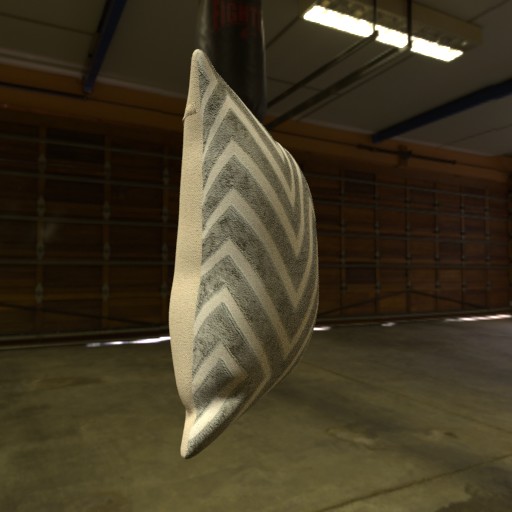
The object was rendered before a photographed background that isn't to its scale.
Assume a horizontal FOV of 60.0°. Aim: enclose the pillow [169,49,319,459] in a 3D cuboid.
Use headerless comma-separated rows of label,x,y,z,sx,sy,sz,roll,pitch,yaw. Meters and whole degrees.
pillow,0.000,0.000,0.672,0.182,0.441,0.440,-1,-2,18
